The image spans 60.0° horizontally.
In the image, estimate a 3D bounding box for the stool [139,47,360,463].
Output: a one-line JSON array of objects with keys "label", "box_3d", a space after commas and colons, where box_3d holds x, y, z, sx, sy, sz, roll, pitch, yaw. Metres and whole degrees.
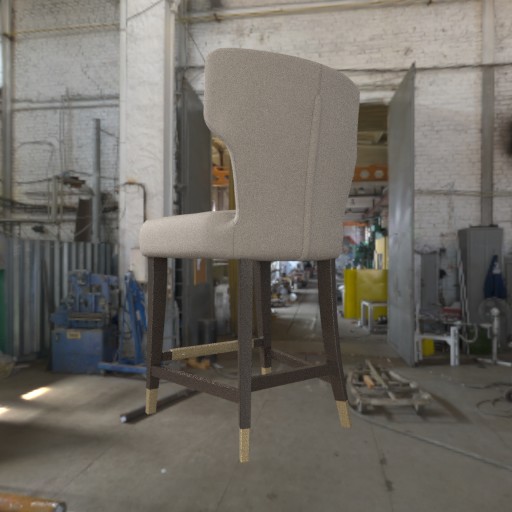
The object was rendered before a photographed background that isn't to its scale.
[{"label": "stool", "box_3d": [0.000, 0.000, 1.325, 0.527, 0.982, 0.563, 0, 0, -36]}]
